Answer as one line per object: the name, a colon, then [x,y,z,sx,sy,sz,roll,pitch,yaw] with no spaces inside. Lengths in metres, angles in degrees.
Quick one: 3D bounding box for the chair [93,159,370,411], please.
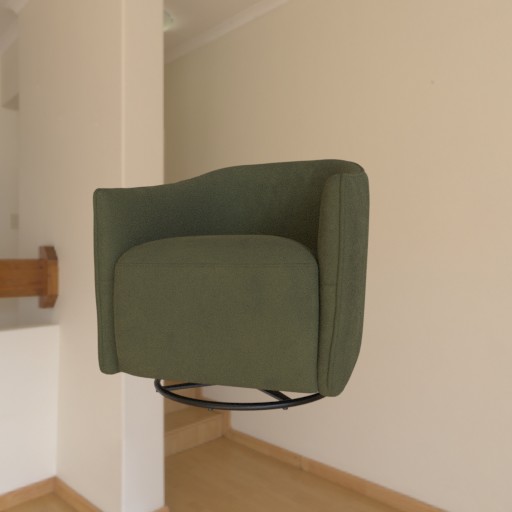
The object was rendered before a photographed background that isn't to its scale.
chair: [0.000,0.000,1.497,0.747,0.799,0.875,0,0,18]
